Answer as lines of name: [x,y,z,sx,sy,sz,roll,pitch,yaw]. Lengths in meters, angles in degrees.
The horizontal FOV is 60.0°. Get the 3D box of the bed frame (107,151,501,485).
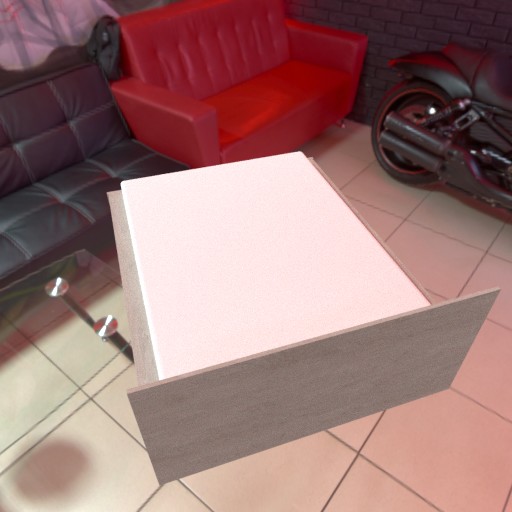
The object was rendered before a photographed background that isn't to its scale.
bed frame: [0.000,0.000,2.720,1.622,0.800,1.960,-13,43,-14]
